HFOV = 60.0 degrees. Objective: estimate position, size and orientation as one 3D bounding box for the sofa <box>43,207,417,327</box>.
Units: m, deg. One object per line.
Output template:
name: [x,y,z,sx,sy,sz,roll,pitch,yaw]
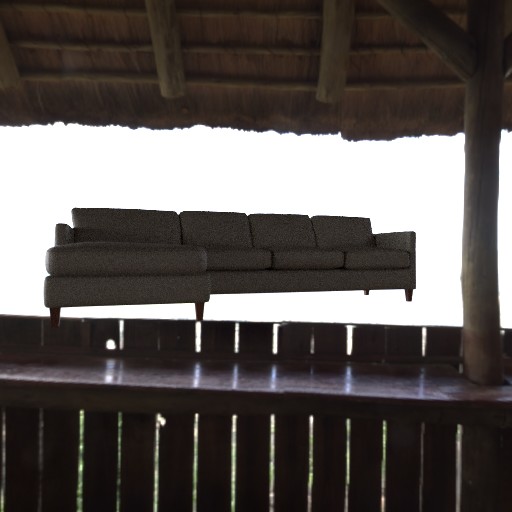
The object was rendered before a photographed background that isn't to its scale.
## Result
sofa: [0.000,0.000,3.820,3.201,0.876,1.502,0,0,-19]
